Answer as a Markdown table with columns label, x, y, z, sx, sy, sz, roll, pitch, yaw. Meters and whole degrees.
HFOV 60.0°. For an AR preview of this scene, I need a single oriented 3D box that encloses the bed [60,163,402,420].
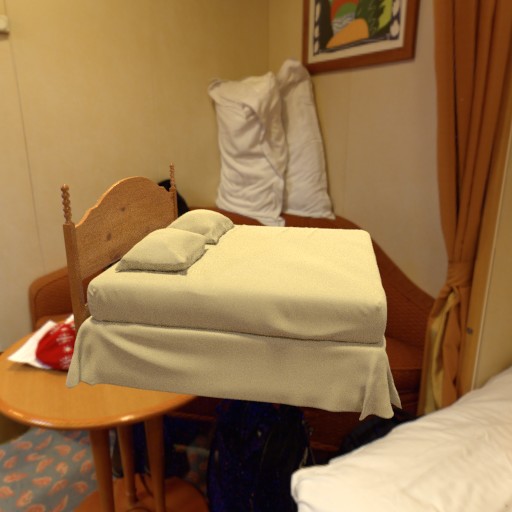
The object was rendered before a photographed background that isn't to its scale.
| label | x | y | z | sx | sy | sz | roll | pitch | yaw |
| --- | --- | --- | --- | --- | --- | --- | --- | --- | --- |
| bed | 0.000 | 0.000 | 3.708 | 2.219 | 1.355 | 2.322 | 3 | 16 | 11 |
